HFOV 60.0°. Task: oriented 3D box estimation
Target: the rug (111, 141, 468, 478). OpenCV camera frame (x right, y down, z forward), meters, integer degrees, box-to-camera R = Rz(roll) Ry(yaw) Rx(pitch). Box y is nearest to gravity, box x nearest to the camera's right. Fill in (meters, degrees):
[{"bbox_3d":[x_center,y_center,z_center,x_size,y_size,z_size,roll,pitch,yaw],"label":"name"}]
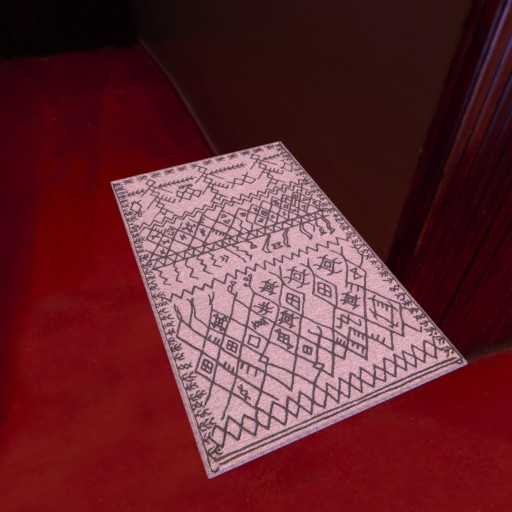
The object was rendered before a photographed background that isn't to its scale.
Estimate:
[{"bbox_3d":[0.000,0.000,3.036,1.526,0.012,2.444,-17,49,-16],"label":"rug"}]
